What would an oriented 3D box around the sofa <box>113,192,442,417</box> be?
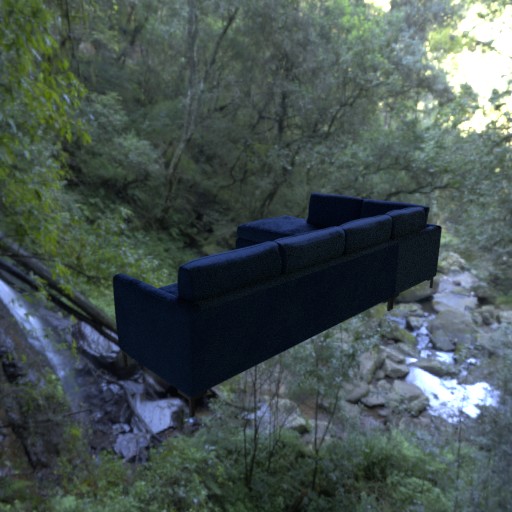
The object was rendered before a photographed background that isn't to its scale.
[{"bbox_3d":[0.000,0.000,3.875,2.949,0.815,2.007,-15,22,-42],"label":"sofa"}]
